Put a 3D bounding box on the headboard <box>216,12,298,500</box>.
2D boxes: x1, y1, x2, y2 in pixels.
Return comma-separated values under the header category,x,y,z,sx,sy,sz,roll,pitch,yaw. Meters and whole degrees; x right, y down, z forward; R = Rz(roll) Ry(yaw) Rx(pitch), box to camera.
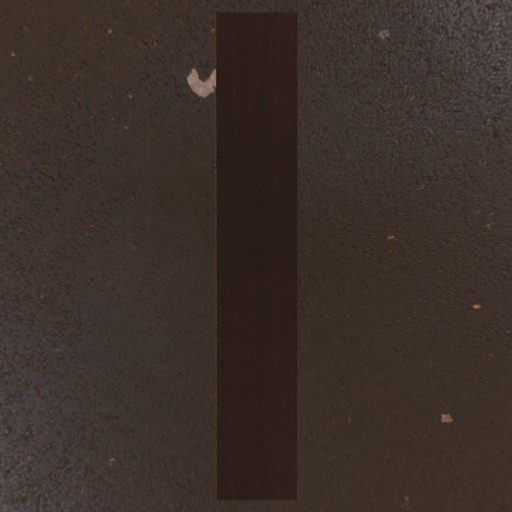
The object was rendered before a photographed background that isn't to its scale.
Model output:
category,x,y,z,sx,sy,sz,roll,pitch,yaw
headboard,0.000,0.000,2.064,0.279,1.092,1.671,0,91,0
